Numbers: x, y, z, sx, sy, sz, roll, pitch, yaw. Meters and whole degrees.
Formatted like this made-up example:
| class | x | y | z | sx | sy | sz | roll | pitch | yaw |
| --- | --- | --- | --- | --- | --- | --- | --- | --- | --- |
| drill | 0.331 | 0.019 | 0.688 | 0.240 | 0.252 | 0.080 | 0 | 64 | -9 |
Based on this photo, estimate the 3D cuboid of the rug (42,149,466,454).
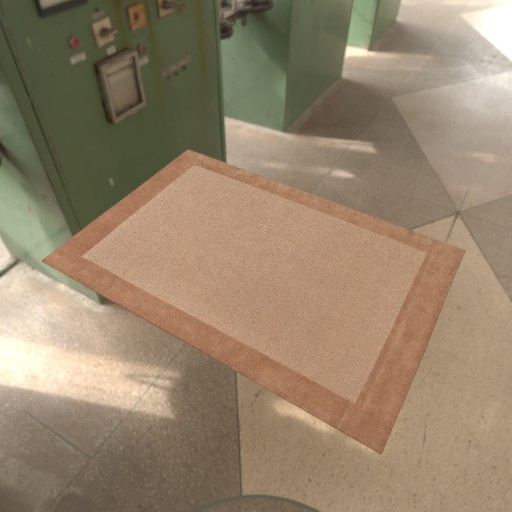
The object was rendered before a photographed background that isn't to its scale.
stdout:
| class | x | y | z | sx | sy | sz | roll | pitch | yaw |
| --- | --- | --- | --- | --- | --- | --- | --- | --- | --- |
| rug | 0.000 | 0.000 | 2.295 | 1.829 | 0.014 | 1.219 | 24 | 51 | 21 |
